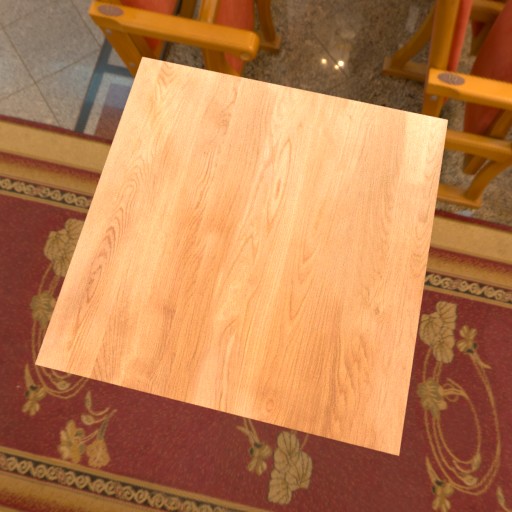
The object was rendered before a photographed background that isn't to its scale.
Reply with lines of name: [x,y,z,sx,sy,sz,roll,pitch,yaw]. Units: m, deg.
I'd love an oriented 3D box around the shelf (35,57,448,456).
shelf: [0.000,0.000,1.397,0.899,0.480,0.899,13,76,3]
